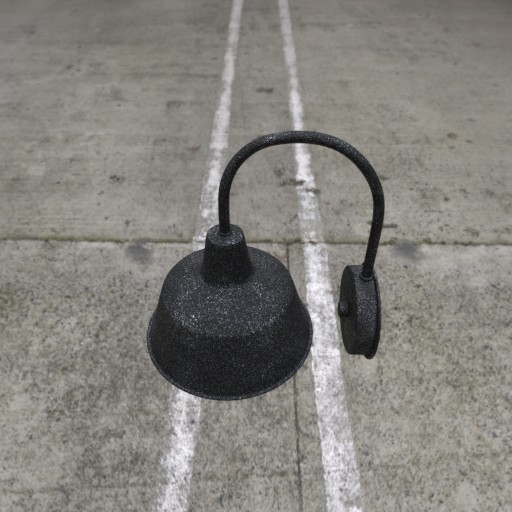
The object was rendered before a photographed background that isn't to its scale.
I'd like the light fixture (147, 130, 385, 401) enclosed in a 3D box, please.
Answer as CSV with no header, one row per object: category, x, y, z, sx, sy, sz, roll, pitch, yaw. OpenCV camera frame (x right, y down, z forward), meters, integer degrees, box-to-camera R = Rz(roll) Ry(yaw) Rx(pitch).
light fixture,0.000,0.000,0.502,0.283,0.300,0.216,0,40,0
